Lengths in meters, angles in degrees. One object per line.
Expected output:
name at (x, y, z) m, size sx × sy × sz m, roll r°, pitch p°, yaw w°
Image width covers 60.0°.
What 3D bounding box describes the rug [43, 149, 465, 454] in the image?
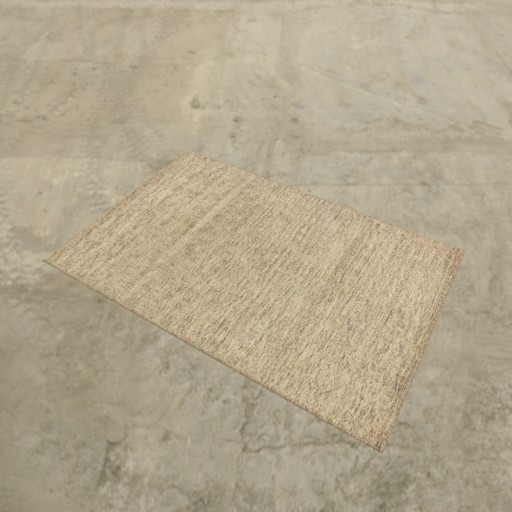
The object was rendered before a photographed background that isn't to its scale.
rug at (0.000, 0.000, 2.291) m, size 1.822 × 0.018 × 1.211 m, roll 24°, pitch 51°, yaw 21°
